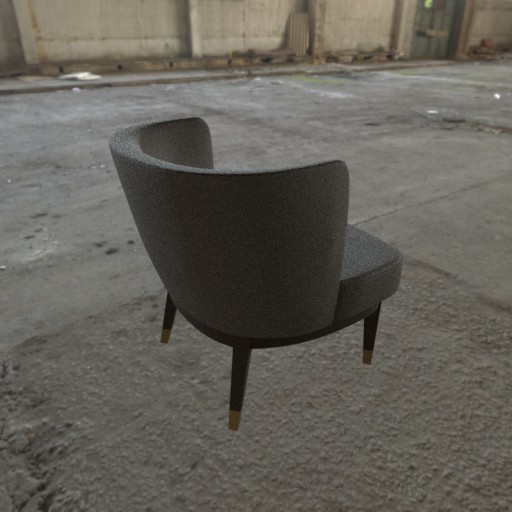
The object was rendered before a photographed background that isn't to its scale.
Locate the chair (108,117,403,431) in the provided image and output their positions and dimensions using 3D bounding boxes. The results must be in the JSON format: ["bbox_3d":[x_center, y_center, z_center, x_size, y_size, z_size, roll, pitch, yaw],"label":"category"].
[{"bbox_3d":[0.000,0.000,1.275,0.698,0.695,0.639,-17,32,-30],"label":"chair"}]
